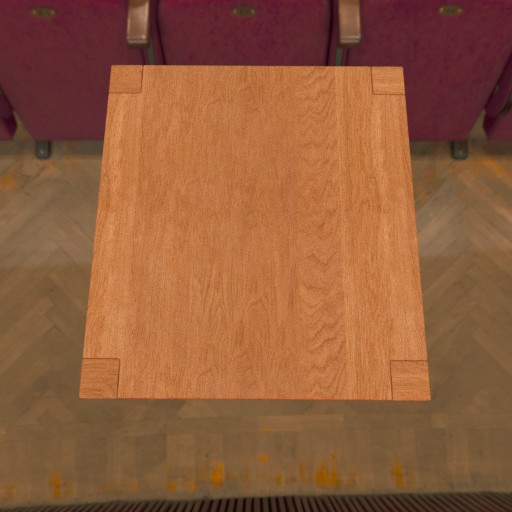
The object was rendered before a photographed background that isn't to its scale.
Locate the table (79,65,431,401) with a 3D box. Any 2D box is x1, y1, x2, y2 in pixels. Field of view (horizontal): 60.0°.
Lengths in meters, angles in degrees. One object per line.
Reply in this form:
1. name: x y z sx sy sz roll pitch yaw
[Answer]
1. table: 0.000 0.000 0.827 0.440 0.450 0.480 0 76 0
